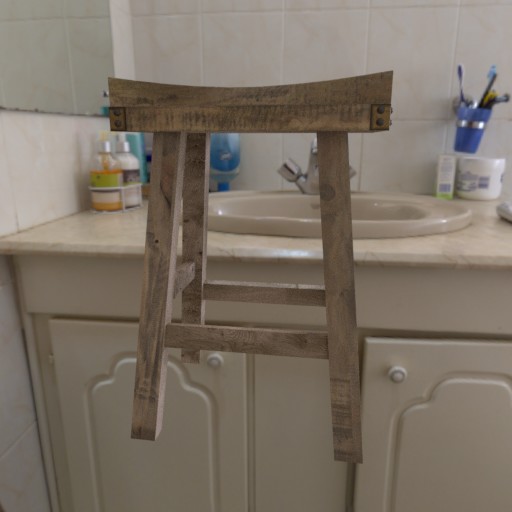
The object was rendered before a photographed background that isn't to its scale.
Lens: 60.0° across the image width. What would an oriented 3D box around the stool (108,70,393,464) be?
[{"bbox_3d":[0.000,0.000,0.871,0.450,0.635,0.330,2,15,9],"label":"stool"}]
